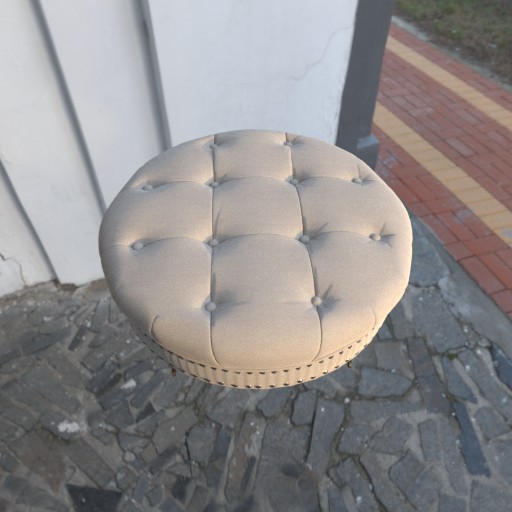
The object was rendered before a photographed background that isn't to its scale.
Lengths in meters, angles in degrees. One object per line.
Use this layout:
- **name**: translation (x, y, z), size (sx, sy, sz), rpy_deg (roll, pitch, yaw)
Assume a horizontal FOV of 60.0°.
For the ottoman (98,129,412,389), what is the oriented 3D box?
- **ottoman**: translation (0.000, 0.000, 1.380), size (0.901, 0.439, 0.901), rpy_deg (0, 47, 0)
